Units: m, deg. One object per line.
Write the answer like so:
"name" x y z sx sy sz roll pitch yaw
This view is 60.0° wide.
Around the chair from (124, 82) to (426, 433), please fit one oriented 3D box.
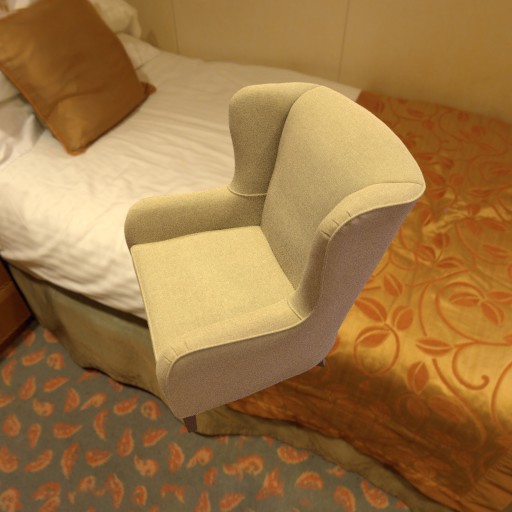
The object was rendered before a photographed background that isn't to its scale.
"chair" 0.000 0.000 1.783 0.966 1.040 0.838 -15 48 -14
